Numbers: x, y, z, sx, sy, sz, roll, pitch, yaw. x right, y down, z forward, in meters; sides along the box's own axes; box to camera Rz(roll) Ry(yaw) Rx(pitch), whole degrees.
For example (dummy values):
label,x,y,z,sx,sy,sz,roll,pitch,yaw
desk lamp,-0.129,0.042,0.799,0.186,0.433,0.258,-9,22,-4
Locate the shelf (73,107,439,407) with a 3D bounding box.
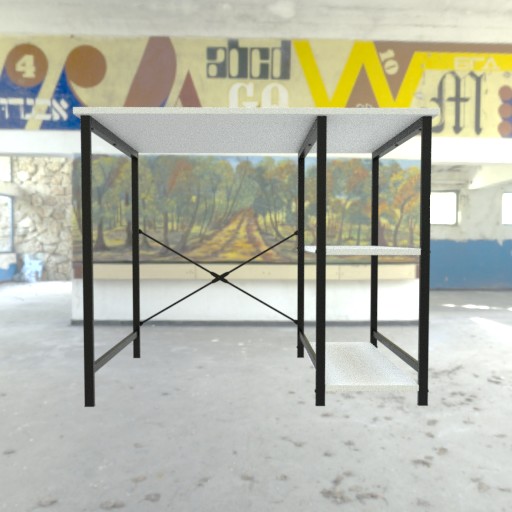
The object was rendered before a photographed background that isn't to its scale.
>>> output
label,x,y,z,sx,sy,sz,roll,pitch,yaw
shelf,0.000,0.000,1.353,0.902,0.750,0.498,0,2,0
